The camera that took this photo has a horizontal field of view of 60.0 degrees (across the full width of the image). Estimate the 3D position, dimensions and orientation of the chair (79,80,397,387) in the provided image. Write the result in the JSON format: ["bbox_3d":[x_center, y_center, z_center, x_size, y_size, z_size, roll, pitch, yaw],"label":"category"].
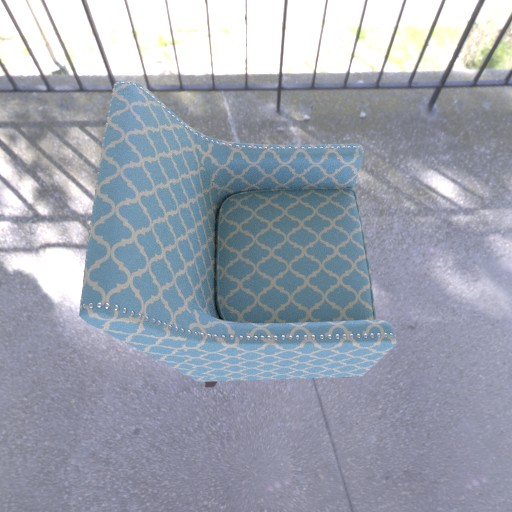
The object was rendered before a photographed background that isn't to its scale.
[{"bbox_3d":[0.000,0.000,1.308,0.686,0.817,0.617,-2,64,-1],"label":"chair"}]
